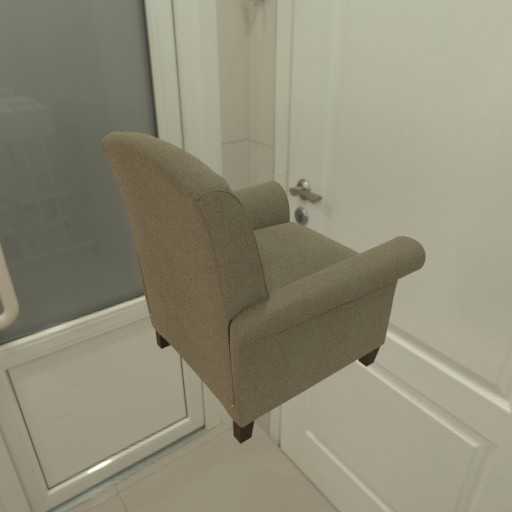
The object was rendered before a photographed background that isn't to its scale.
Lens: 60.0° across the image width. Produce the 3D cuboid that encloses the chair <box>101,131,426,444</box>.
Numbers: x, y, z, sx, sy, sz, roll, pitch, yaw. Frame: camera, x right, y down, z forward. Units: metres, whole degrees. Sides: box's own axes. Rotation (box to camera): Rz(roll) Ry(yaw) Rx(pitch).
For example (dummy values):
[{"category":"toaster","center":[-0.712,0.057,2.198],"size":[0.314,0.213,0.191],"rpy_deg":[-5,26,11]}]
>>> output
[{"category":"chair","center":[0.000,0.000,1.815],"size":[0.905,1.061,0.978],"rpy_deg":[-19,33,-32]}]
